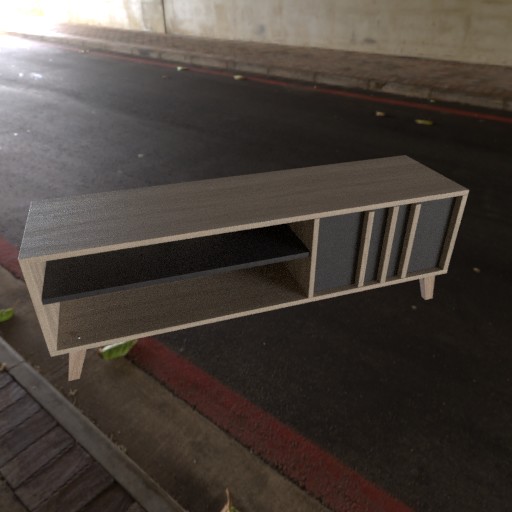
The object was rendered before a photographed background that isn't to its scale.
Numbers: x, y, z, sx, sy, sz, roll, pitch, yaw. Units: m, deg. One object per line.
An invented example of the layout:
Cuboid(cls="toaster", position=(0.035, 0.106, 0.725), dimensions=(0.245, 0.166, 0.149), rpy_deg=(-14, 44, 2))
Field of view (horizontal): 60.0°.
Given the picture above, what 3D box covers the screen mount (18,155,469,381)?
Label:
Cuboid(cls="screen mount", position=(0.000, 0.000, 1.704), dimensions=(1.500, 0.509, 0.401), rpy_deg=(-10, 33, -15))
